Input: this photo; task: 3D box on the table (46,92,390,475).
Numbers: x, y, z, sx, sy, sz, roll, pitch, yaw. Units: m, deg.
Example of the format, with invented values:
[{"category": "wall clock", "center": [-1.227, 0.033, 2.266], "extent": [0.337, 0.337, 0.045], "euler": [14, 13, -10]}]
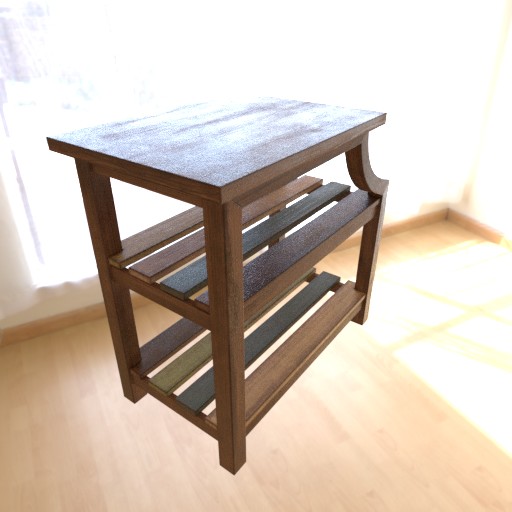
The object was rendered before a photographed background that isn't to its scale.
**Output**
[{"category": "table", "center": [0.000, 0.000, 0.949], "extent": [0.356, 0.584, 0.609], "euler": [21, 36, 31]}]
